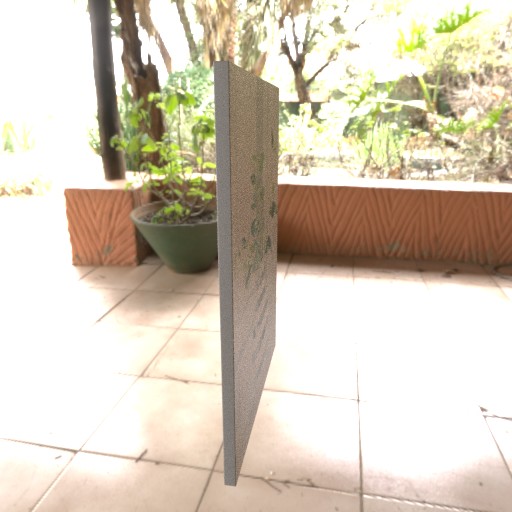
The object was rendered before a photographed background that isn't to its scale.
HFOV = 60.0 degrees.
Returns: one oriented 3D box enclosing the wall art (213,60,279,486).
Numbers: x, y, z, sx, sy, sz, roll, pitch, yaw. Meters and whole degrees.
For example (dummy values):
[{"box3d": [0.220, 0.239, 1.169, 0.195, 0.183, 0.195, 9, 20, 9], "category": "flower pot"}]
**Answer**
[{"box3d": [0.000, 0.000, 1.623, 0.038, 1.212, 0.914, 3, 17, 10], "category": "wall art"}]
